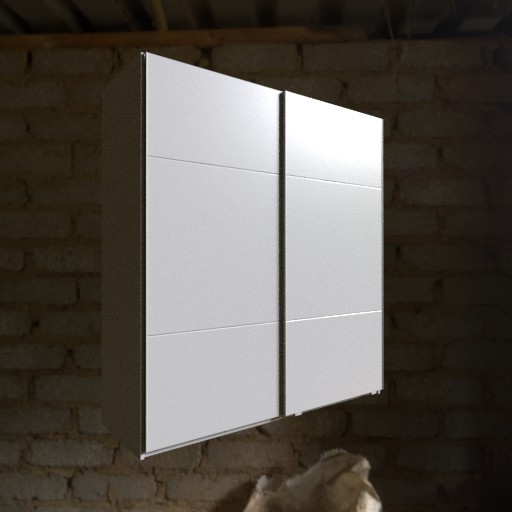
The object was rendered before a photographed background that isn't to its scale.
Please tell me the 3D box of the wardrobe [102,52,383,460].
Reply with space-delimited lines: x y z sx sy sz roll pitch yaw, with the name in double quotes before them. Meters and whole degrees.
"wardrobe" 0.000 0.000 2.869 1.780 1.960 0.629 0 0 -37
